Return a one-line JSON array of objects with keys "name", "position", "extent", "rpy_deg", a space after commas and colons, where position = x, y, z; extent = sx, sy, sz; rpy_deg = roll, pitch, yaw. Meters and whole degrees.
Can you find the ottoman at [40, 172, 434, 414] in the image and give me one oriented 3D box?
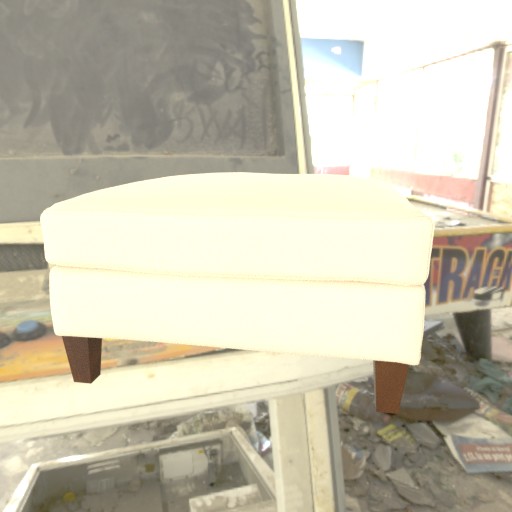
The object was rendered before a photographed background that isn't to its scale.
[{"name": "ottoman", "position": [0.000, 0.000, 1.326], "extent": [0.838, 0.479, 0.838], "rpy_deg": [2, 14, 10]}]
